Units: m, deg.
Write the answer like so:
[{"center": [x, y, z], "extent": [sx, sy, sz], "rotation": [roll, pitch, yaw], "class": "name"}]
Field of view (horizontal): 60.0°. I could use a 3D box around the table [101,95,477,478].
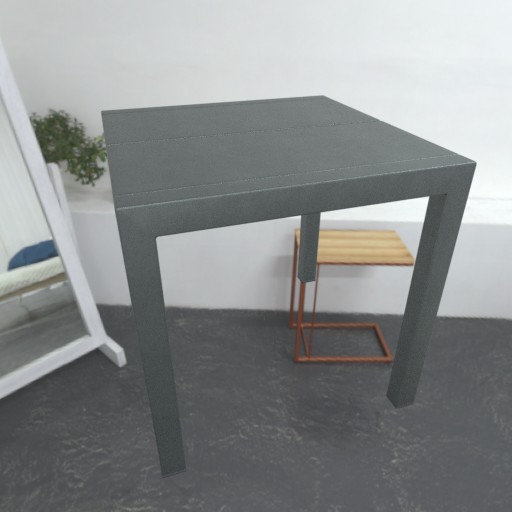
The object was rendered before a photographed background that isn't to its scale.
[{"center": [0.000, 0.000, 0.907], "extent": [0.508, 0.508, 0.508], "rotation": [-10, 32, -16], "class": "table"}]
